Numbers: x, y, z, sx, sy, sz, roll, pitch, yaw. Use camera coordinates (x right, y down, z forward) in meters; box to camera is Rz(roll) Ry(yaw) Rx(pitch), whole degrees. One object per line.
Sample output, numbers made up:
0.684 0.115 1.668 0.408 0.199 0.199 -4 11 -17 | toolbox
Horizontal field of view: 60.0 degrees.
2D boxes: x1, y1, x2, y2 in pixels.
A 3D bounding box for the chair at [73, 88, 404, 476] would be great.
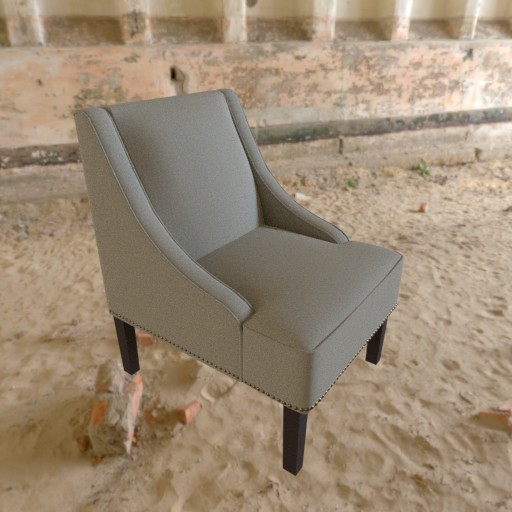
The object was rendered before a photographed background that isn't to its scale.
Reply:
0.000 0.000 1.342 0.737 0.864 0.610 18 32 32 | chair
